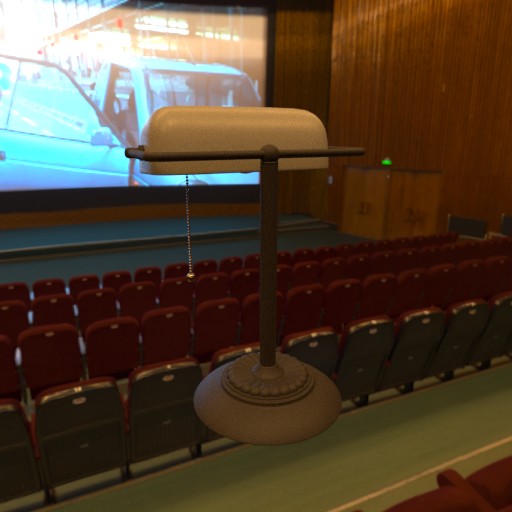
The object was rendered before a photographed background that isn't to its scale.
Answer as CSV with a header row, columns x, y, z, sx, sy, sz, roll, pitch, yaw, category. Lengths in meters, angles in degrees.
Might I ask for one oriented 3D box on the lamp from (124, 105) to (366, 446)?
x,y,z,sx,sy,sz,roll,pitch,yaw,category
0.000,0.000,0.523,0.264,0.339,0.243,-7,17,-25,lamp
